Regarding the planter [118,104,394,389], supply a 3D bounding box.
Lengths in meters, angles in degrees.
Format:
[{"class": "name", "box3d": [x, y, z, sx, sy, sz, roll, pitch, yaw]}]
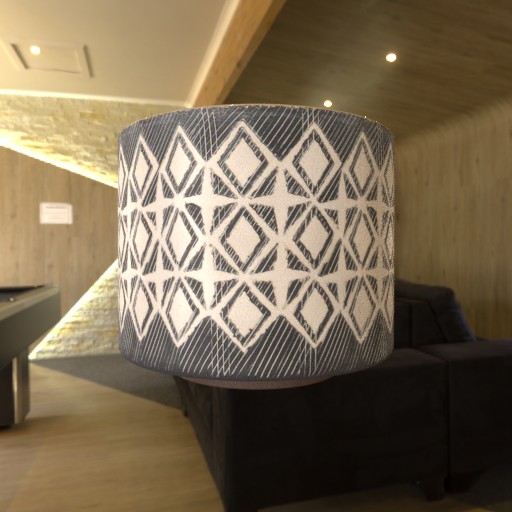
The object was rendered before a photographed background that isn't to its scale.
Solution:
[{"class": "planter", "box3d": [0.000, 0.000, 0.213, 0.126, 0.104, 0.126, 0, 1, 0]}]
